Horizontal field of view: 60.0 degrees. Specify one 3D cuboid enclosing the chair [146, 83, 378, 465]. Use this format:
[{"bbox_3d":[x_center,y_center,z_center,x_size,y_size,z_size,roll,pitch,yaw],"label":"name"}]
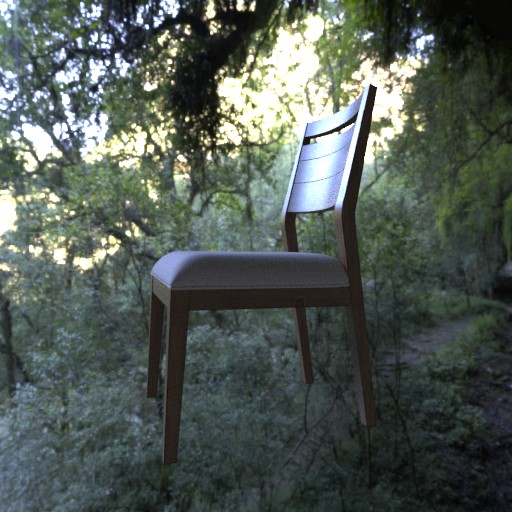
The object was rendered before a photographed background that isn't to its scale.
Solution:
[{"bbox_3d":[0.000,0.000,1.331,0.610,0.939,0.497,-1,2,-18],"label":"chair"}]
